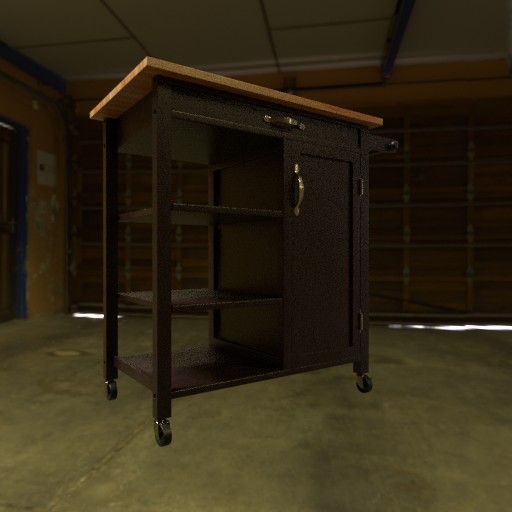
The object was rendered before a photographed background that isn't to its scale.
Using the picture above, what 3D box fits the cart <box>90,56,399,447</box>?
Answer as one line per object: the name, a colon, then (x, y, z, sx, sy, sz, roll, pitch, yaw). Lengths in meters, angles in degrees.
cart: (0.000, 0.000, 1.428, 0.914, 0.878, 0.472, 0, 0, -35)
